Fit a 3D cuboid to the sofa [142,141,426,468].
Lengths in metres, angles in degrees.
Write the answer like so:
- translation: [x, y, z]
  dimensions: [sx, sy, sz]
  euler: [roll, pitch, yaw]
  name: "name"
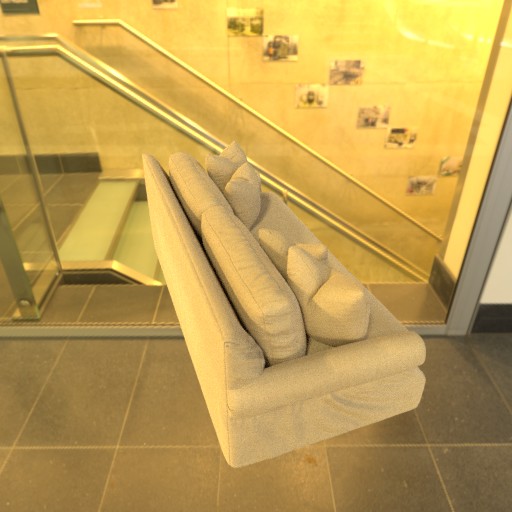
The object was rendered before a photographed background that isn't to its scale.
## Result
- translation: [0.000, 0.000, 2.798]
  dimensions: [1.067, 0.904, 2.285]
  euler: [-11, 34, -17]
  name: "sofa"
